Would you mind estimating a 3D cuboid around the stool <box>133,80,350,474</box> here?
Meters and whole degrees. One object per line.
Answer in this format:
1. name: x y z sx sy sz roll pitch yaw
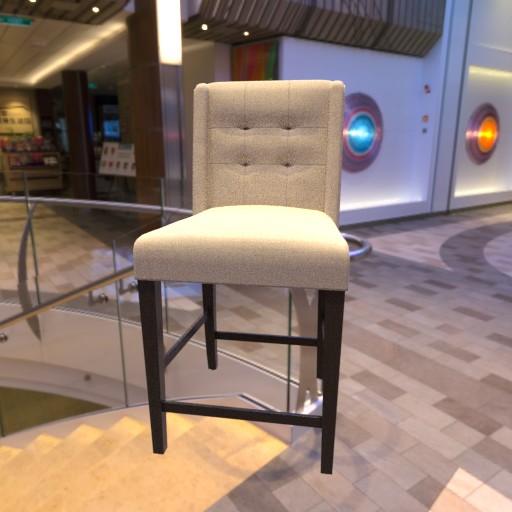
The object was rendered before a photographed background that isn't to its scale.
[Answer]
1. stool: 0.000 0.000 1.198 0.474 0.939 0.509 2 15 9
